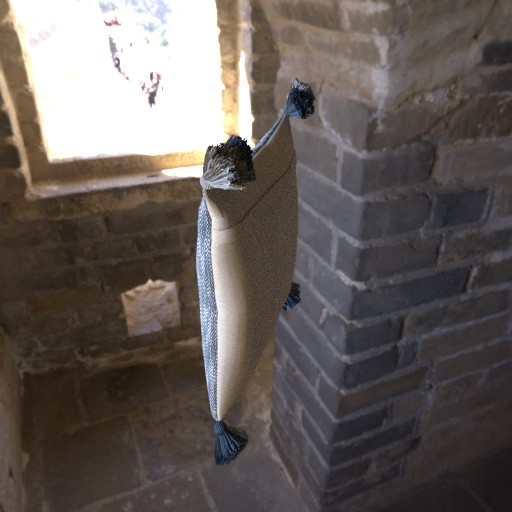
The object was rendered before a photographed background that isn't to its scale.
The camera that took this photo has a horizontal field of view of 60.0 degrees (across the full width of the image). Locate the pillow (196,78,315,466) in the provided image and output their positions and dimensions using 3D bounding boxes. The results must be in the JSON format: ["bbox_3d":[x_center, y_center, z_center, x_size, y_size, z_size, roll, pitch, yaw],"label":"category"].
[{"bbox_3d":[0.000,0.000,0.924,0.138,0.634,0.614,9,31,15],"label":"pillow"}]
